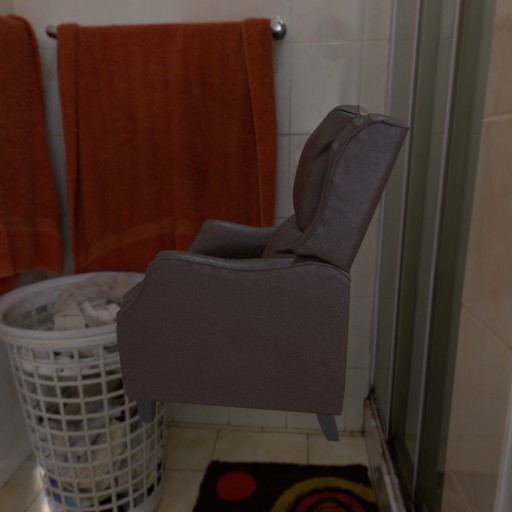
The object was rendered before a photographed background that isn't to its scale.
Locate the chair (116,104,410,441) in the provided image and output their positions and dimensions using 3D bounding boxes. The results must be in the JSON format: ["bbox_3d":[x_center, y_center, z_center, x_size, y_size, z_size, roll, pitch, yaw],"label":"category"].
[{"bbox_3d":[0.000,0.000,1.788,0.982,1.132,0.770,2,14,7],"label":"chair"}]
